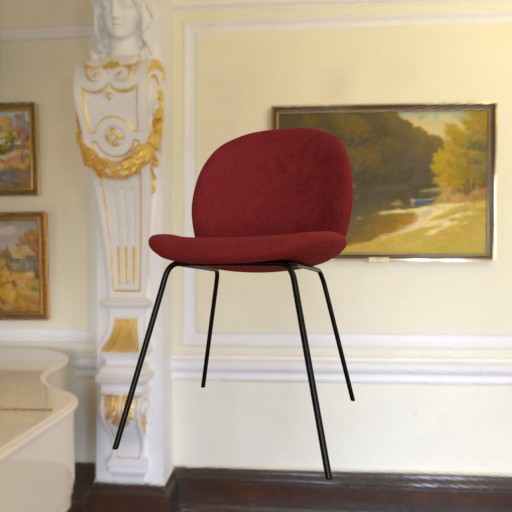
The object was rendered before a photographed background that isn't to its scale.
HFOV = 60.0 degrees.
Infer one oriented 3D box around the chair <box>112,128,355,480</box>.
[{"bbox_3d":[0.000,0.000,1.106,0.458,0.791,0.587,0,0,16],"label":"chair"}]
